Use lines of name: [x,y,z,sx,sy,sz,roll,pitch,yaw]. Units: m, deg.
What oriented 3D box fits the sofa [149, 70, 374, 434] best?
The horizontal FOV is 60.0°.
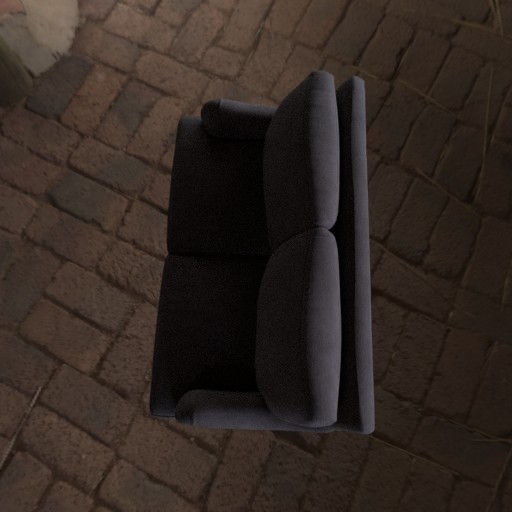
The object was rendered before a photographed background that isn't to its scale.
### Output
sofa: [0.000,0.000,2.550,1.084,1.101,1.853,2,74,1]
